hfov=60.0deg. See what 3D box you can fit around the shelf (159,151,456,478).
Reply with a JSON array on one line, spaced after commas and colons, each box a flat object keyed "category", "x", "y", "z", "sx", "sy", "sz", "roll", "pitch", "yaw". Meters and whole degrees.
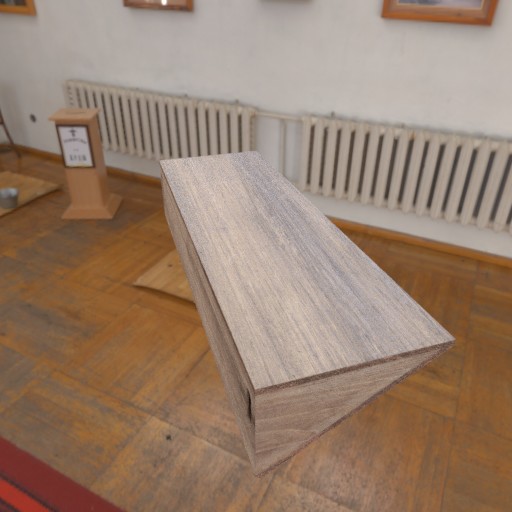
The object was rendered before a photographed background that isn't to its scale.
[{"category": "shelf", "x": 0.000, "y": 0.000, "z": 0.673, "sx": 0.200, "sy": 0.125, "sz": 0.610, "roll": -9, "pitch": 32, "yaw": -15}]
